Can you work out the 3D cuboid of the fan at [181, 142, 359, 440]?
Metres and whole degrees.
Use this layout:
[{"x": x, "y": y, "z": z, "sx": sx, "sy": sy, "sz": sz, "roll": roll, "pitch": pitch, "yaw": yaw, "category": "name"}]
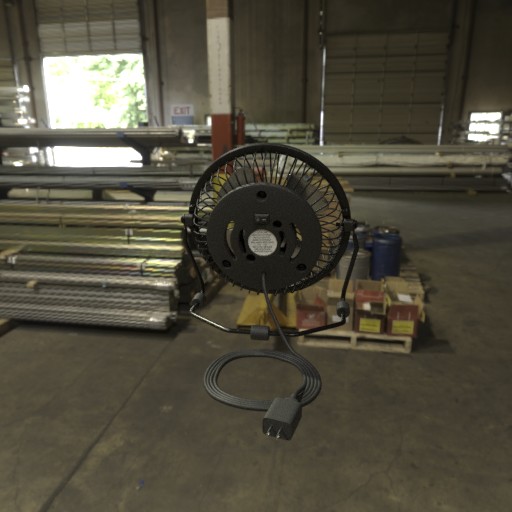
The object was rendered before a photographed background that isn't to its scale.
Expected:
[{"x": 0.000, "y": 0.000, "z": 0.314, "sx": 0.153, "sy": 0.152, "sz": 0.202, "roll": 2, "pitch": 16, "yaw": 9, "category": "fan"}]
